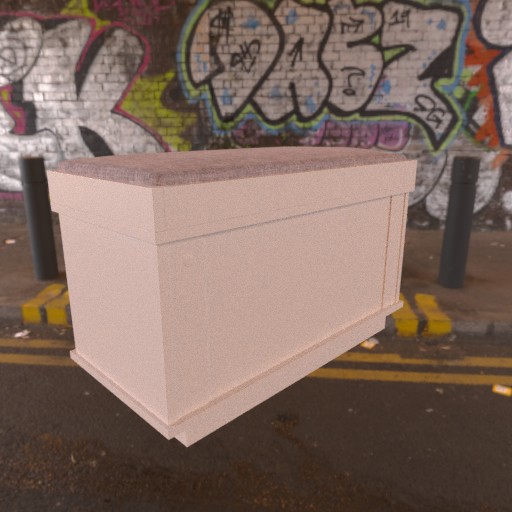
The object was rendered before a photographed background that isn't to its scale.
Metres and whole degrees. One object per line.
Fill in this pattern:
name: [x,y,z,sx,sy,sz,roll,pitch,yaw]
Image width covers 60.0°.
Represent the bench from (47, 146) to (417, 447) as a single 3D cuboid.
bench: [0.000,0.000,0.993,0.734,0.461,0.362,-16,22,-43]
